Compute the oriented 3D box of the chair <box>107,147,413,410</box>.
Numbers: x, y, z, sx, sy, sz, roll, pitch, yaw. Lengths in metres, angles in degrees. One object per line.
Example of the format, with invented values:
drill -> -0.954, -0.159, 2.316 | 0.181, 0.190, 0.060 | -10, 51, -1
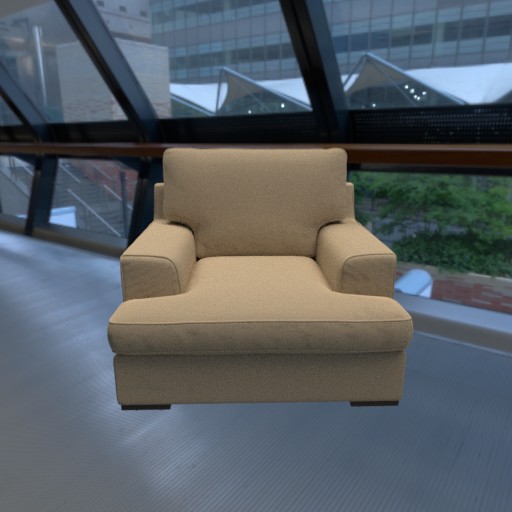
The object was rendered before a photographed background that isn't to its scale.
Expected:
chair -> 0.000, 0.000, 2.172 | 1.293, 1.005, 1.274 | -3, 16, -9
